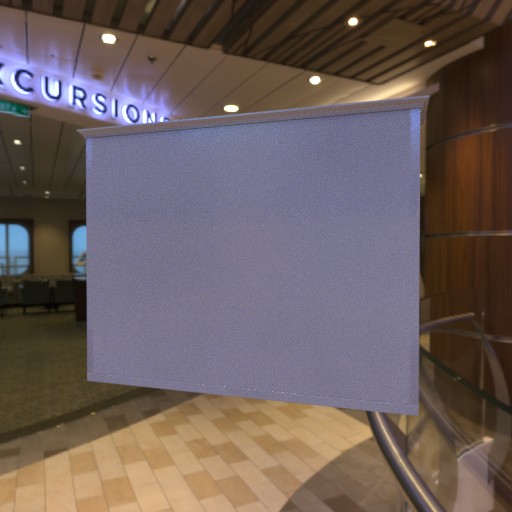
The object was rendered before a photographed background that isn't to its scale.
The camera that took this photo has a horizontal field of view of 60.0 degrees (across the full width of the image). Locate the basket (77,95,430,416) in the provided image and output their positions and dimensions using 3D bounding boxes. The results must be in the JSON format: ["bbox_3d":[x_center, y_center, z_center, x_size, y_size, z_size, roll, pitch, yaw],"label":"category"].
[{"bbox_3d":[0.000,0.000,1.104,0.780,0.600,0.350,0,1,18],"label":"basket"}]
